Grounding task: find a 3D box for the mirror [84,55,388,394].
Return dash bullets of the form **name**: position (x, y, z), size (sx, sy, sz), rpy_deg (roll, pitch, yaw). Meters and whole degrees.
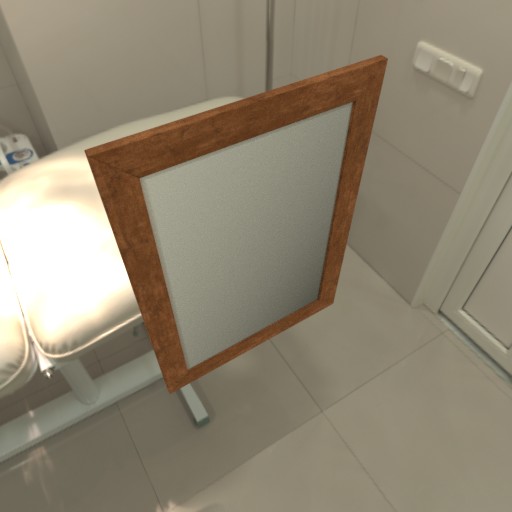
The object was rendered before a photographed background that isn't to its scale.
- **mirror**: position (0.000, 0.000, 1.431), size (0.796, 1.099, 0.028), rpy_deg (-25, 53, -21)
